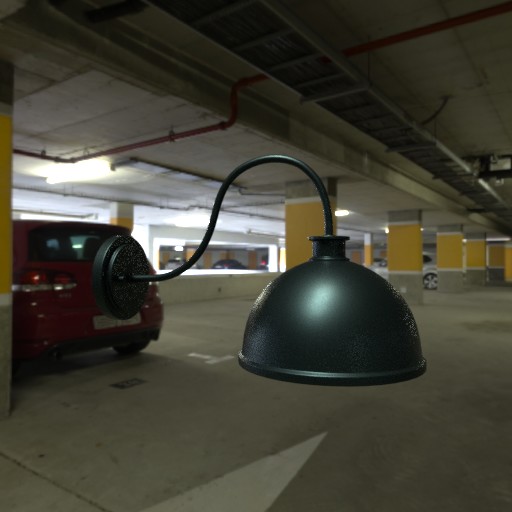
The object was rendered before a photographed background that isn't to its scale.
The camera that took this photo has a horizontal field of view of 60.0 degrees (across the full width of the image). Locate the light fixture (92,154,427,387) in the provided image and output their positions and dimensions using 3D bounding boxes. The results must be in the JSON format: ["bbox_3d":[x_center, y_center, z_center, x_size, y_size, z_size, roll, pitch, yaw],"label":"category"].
[{"bbox_3d":[0.000,0.000,0.651,0.467,0.295,0.253,0,-1,17],"label":"light fixture"}]
